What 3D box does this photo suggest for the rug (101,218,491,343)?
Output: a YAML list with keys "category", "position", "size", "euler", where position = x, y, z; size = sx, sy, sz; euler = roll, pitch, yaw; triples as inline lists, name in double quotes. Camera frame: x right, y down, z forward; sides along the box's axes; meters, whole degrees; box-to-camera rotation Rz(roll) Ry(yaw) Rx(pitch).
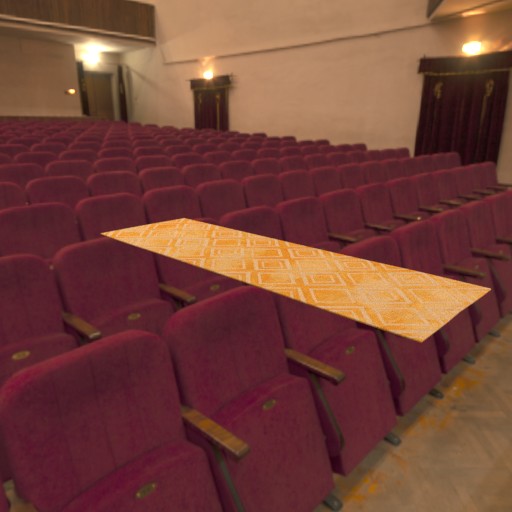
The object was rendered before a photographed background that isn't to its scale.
- category: "rug"
  position: [0.000, 0.000, 2.702]
  size: [2.438, 0.010, 0.775]
  euler: [15, 22, 42]
